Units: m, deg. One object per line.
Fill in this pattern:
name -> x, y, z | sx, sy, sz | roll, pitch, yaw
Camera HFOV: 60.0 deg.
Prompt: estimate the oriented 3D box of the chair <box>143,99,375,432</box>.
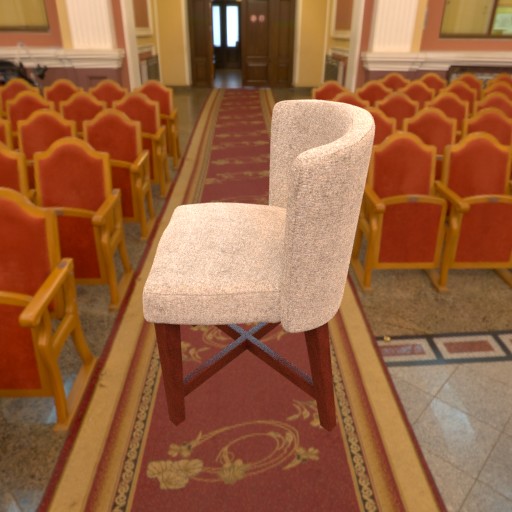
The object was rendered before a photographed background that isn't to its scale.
chair -> 0.000, 0.000, 1.302 | 0.575, 0.827, 0.728 | -1, 27, -1
